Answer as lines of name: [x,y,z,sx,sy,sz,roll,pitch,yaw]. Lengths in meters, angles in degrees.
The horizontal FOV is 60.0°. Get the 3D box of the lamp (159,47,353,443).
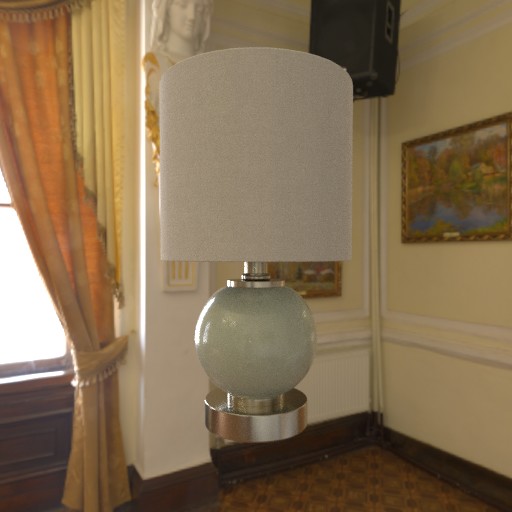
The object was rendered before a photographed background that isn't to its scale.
lamp: [0.000,0.000,0.472,0.201,0.353,0.201,0,0,-17]
